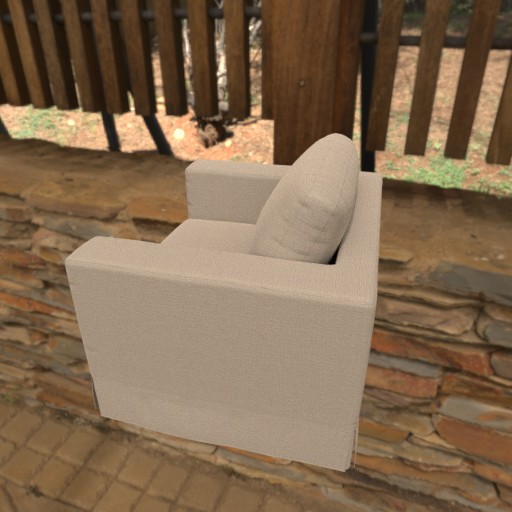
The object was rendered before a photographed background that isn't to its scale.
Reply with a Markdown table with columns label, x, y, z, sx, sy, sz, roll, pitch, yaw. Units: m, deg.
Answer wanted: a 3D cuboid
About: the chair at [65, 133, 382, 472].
| label | x | y | z | sx | sy | sz | roll | pitch | yaw |
| --- | --- | --- | --- | --- | --- | --- | --- | --- | --- |
| chair | 0.000 | 0.000 | 1.804 | 0.957 | 0.878 | 1.150 | 7 | 29 | 13 |
